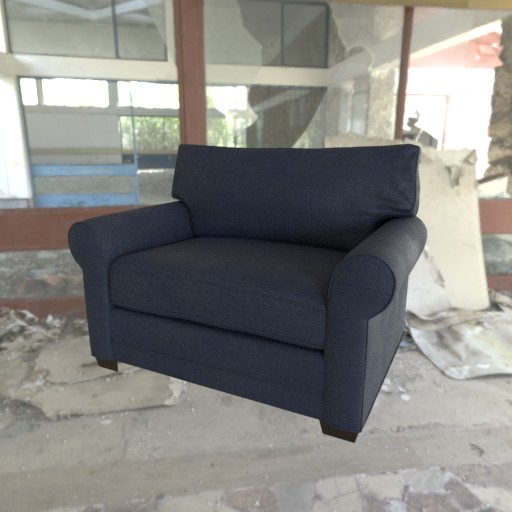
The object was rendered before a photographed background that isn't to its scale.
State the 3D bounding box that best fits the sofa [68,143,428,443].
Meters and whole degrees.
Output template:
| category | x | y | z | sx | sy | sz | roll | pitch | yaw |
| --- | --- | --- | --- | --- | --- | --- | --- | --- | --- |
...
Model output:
| category | x | y | z | sx | sy | sz | roll | pitch | yaw |
| --- | --- | --- | --- | --- | --- | --- | --- | --- | --- |
| sofa | 0.000 | 0.000 | 2.043 | 1.405 | 1.004 | 0.938 | 7 | 16 | 26 |
